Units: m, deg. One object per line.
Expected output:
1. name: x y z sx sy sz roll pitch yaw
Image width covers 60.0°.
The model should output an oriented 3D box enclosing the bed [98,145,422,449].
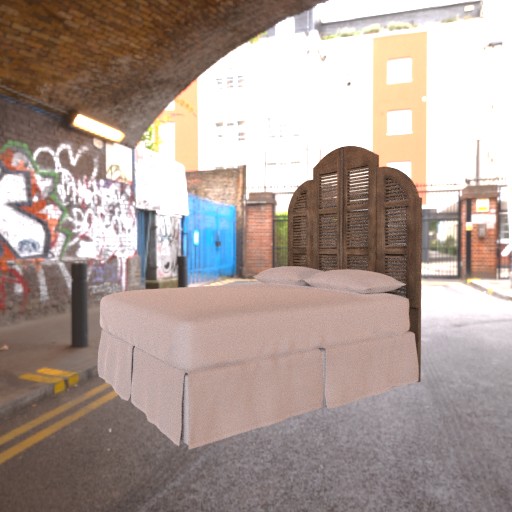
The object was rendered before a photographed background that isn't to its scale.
1. bed: 0.000 0.000 3.589 2.138 2.019 1.713 -1 1 -35
